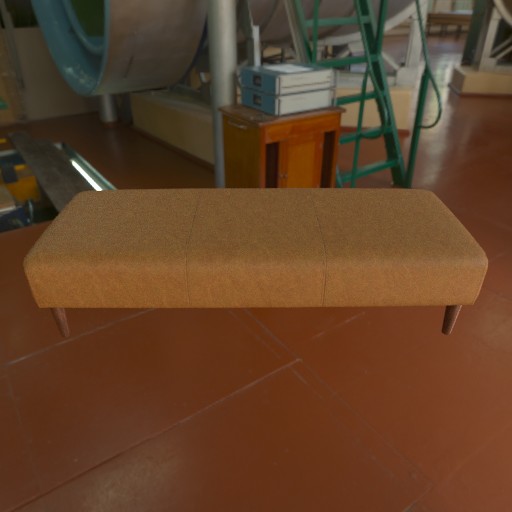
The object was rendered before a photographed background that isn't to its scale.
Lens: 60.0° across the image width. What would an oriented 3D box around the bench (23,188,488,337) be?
[{"bbox_3d":[0.000,0.000,1.842,1.610,0.399,0.653,0,31,0],"label":"bench"}]
